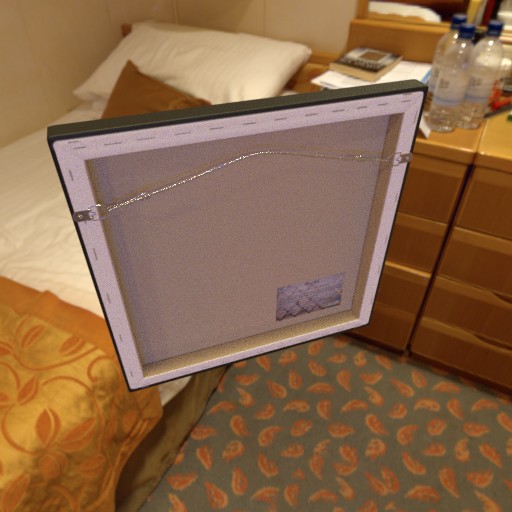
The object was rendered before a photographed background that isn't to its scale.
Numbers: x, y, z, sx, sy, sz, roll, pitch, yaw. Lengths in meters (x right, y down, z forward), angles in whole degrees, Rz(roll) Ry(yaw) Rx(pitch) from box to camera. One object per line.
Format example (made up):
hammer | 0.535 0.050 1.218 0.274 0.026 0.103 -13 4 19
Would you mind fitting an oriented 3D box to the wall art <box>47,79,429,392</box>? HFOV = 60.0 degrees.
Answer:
wall art | 0.000 0.000 0.880 0.610 0.611 0.043 -12 42 -14
